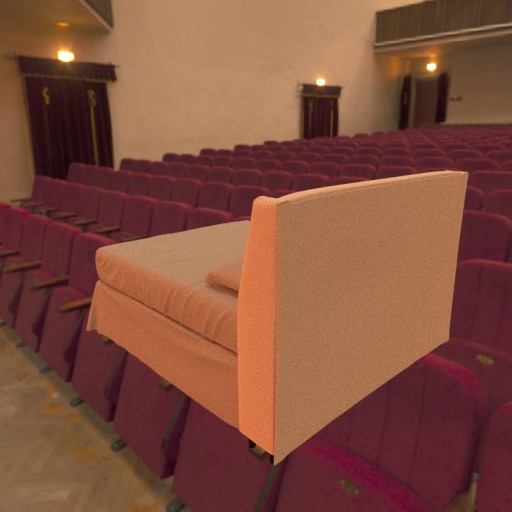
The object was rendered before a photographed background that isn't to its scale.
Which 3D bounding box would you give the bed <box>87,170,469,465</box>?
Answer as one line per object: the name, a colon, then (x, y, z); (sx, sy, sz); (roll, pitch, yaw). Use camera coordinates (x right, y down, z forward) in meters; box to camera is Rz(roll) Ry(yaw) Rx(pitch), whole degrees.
bed: (0.000, 0.000, 3.367); (1.925, 1.332, 2.276); (-15, 22, -41)
